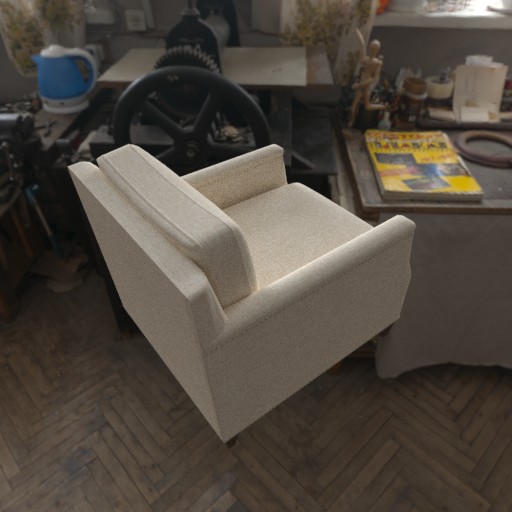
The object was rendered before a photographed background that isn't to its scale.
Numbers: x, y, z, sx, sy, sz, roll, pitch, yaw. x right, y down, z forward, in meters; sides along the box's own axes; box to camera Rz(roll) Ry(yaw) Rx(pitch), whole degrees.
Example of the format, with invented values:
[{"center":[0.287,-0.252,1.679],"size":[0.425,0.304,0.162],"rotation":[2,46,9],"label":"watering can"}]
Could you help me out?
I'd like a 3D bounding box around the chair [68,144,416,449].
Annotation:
[{"center":[0.000,0.000,1.805],"size":[1.041,0.940,0.838],"rotation":[-26,47,-28],"label":"chair"}]
